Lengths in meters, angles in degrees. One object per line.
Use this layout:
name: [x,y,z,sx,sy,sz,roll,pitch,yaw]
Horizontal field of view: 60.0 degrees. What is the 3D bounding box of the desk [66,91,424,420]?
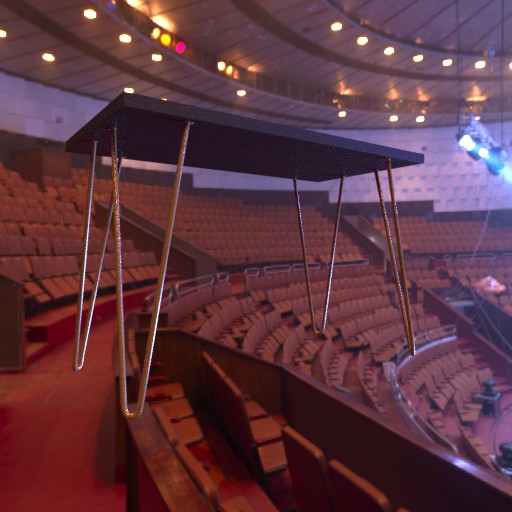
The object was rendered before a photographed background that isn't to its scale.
desk: [0.000,0.000,1.364,0.991,0.660,0.499,-1,1,-35]
